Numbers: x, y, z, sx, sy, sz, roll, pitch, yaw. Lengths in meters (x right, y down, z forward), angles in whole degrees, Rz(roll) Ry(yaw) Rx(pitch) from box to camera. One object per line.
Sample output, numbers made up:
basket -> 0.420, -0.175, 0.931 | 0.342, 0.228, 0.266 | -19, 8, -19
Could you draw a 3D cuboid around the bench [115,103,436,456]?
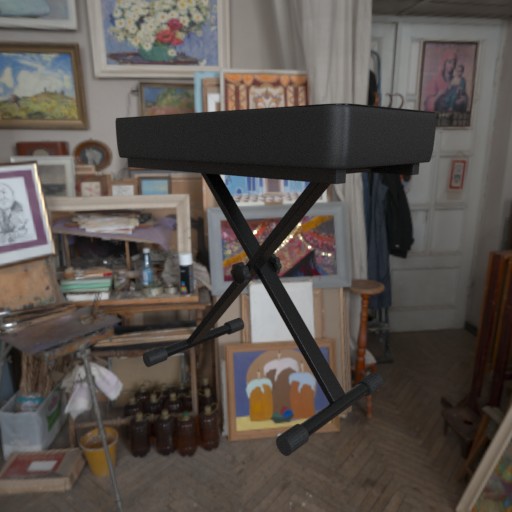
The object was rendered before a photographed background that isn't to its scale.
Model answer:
bench -> 0.000, 0.000, 0.929 | 0.600, 0.561, 0.300 | 14, 20, 43
